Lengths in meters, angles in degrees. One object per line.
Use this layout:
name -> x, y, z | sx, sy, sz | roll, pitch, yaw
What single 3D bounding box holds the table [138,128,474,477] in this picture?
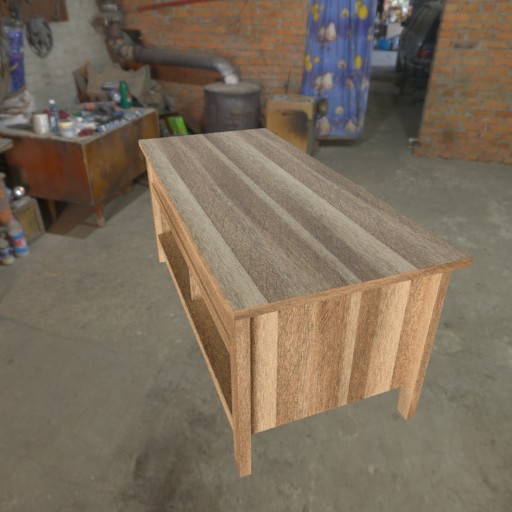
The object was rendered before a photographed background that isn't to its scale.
table -> 0.000, 0.000, 1.350 | 0.493, 0.480, 1.095 | -11, 31, -18
